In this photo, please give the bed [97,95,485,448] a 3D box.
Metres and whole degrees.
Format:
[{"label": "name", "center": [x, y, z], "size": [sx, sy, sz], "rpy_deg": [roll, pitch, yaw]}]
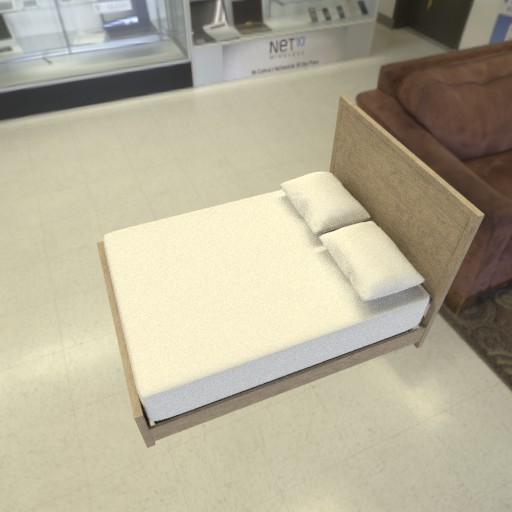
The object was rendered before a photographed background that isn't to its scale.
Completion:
[{"label": "bed", "center": [0.000, 0.000, 3.272], "size": [2.189, 1.369, 1.606], "rpy_deg": [-16, 48, -15]}]
